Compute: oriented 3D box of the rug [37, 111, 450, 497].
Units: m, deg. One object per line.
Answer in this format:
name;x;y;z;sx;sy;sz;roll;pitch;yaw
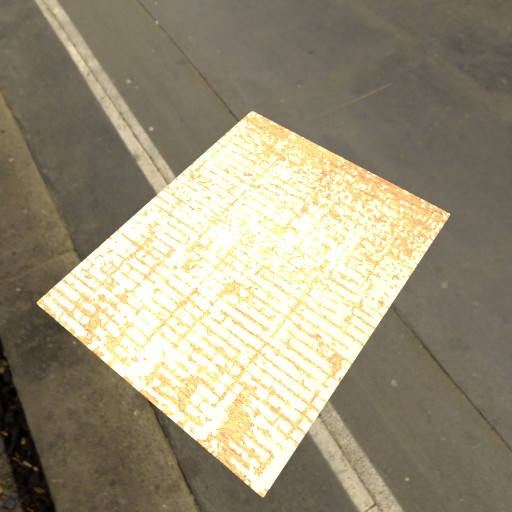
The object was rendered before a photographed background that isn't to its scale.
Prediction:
rug;0.000;0.000;4.067;2.441;0.011;3.050;33;64;18
